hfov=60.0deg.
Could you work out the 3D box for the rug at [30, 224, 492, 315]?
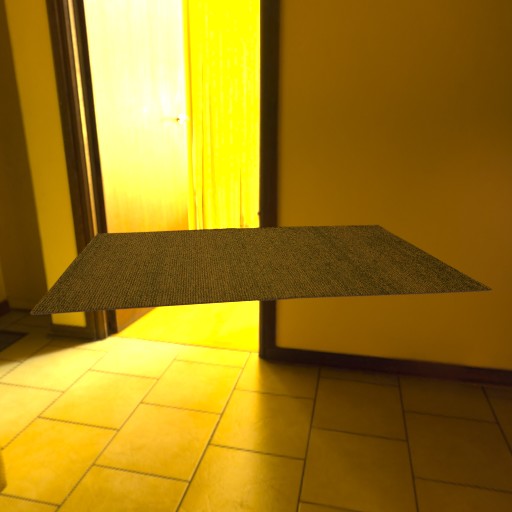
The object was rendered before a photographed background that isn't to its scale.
[{"bbox_3d":[0.000,0.000,2.220,1.777,0.021,1.145,-2,17,-7],"label":"rug"}]
